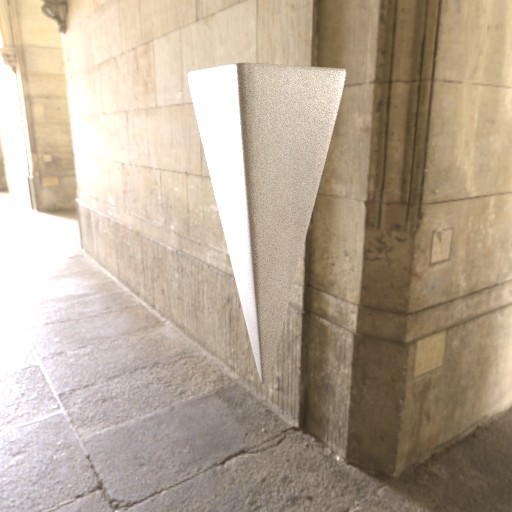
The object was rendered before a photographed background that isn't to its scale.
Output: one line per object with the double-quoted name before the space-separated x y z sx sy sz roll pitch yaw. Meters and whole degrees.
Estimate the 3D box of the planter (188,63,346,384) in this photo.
"planter" 0.000 0.000 0.276 0.101 0.224 0.081 2 16 9
